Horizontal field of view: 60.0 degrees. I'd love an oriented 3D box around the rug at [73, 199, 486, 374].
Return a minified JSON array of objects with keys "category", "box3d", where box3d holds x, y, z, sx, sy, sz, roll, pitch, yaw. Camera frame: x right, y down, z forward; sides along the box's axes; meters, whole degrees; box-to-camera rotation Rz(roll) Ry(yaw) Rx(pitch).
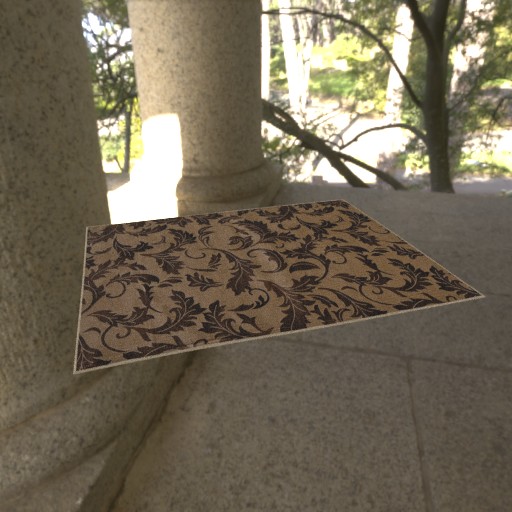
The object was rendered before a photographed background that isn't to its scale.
[{"category":"rug","box3d":[0.000,0.000,4.012,2.977,0.008,2.380,-8,27,-15]}]
